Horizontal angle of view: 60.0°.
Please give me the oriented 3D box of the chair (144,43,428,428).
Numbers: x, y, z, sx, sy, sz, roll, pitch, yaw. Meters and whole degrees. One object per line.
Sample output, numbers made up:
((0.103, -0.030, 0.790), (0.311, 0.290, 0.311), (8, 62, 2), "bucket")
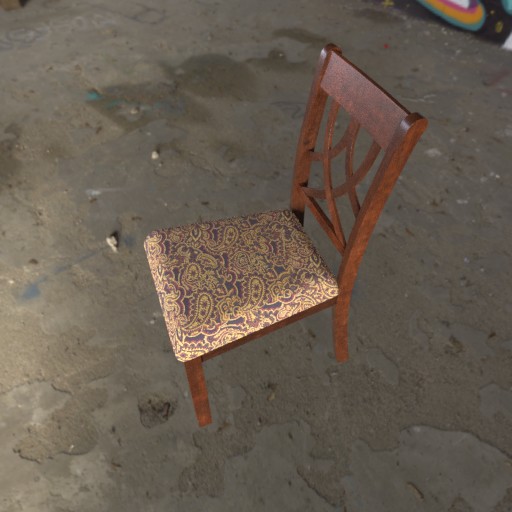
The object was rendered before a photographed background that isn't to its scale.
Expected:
((0.000, 0.000, 1.271), (0.584, 0.965, 0.457), (-15, 49, -14), "chair")
